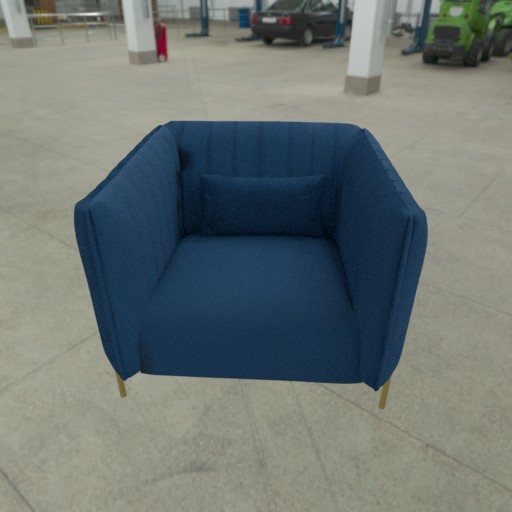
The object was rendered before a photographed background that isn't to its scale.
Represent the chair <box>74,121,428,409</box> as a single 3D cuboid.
[{"bbox_3d":[0.000,0.000,1.620,0.947,0.793,0.877,2,31,3],"label":"chair"}]
